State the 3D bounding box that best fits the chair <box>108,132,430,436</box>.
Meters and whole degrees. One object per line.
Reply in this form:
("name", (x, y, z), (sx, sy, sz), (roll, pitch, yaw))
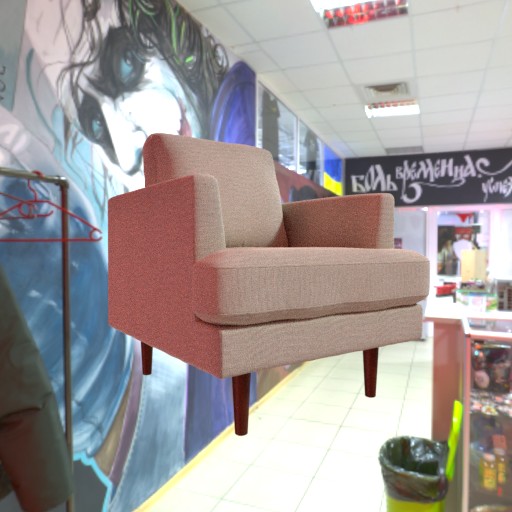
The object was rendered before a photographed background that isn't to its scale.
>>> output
("chair", (0.000, 0.000, 1.617), (0.858, 0.957, 0.899), (-1, 2, -35))
